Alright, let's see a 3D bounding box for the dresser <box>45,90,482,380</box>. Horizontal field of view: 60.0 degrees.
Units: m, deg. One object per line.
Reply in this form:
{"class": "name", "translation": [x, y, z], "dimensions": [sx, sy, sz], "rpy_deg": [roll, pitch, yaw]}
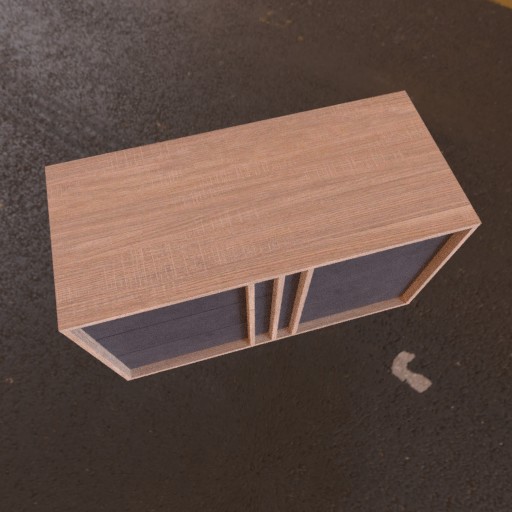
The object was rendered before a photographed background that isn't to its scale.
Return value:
{"class": "dresser", "translation": [0.000, 0.000, 1.572], "dimensions": [1.110, 0.780, 0.500], "rpy_deg": [-14, 65, -7]}
